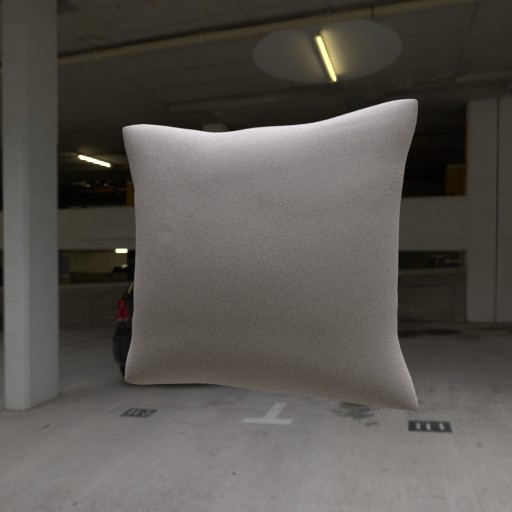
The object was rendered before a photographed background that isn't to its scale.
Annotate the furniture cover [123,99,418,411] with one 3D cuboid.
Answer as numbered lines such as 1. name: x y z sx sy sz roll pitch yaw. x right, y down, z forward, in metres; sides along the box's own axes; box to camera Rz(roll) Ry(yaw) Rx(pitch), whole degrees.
1. furniture cover: 0.000 0.000 0.796 0.552 0.509 0.193 0 1 18
